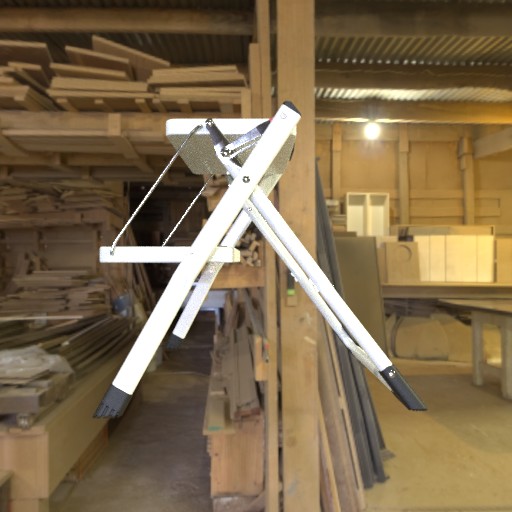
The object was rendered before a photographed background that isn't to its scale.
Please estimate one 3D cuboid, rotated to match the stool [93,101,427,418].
[{"bbox_3d":[0.000,0.000,0.842,0.490,0.445,0.485,0,-1,0],"label":"stool"}]
